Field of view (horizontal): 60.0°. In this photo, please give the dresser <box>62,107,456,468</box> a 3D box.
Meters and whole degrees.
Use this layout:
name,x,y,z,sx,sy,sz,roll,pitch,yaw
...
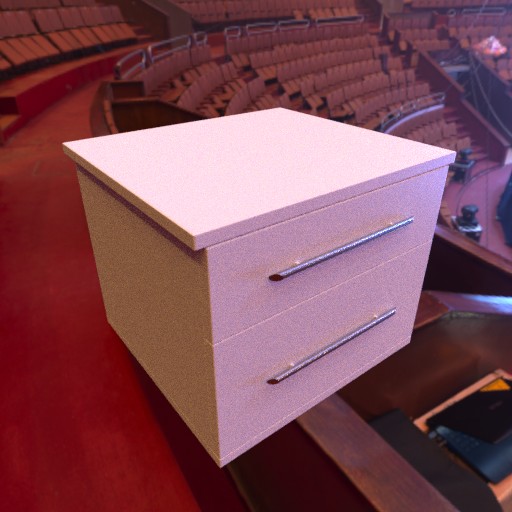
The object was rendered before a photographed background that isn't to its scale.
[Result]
name,x,y,z,sx,sy,sz,roll,pitch,yaw
dresser,0.000,0.000,0.732,0.430,0.360,0.400,-21,36,-32
